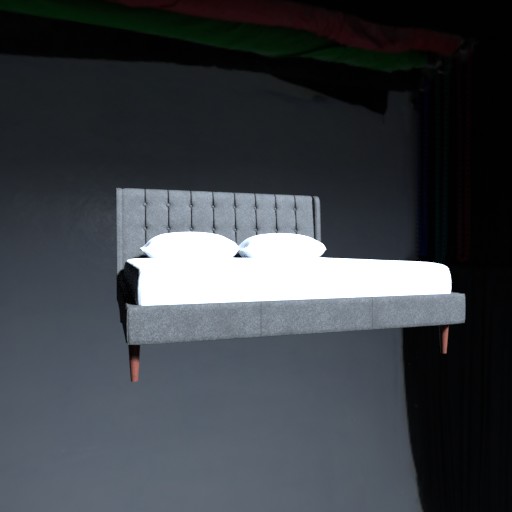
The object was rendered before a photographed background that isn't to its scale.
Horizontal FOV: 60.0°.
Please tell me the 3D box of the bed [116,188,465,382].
[{"bbox_3d":[0.000,0.000,2.597,1.531,0.933,1.638,0,1,-19],"label":"bed"}]
